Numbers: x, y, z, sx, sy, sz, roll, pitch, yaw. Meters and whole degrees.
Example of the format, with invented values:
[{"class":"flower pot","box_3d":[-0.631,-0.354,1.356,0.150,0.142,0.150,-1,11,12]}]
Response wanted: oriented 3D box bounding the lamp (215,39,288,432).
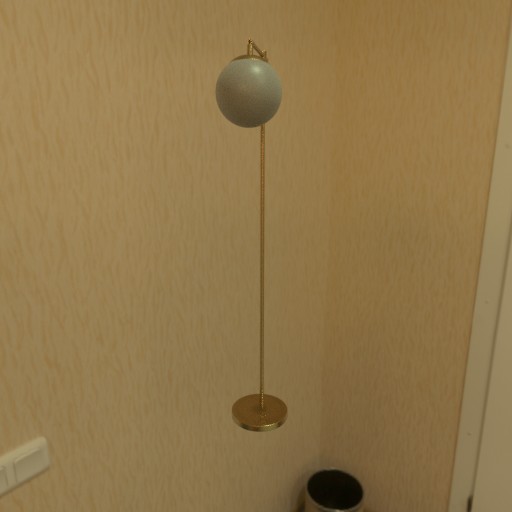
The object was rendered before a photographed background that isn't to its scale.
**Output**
[{"class":"lamp","box_3d":[0.000,0.000,1.704,0.249,1.505,0.476,3,15,10]}]
